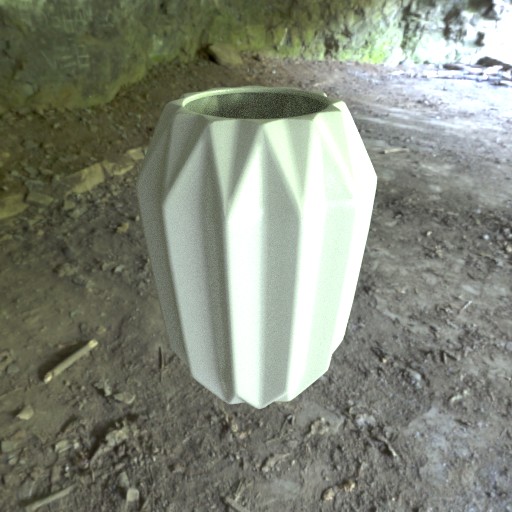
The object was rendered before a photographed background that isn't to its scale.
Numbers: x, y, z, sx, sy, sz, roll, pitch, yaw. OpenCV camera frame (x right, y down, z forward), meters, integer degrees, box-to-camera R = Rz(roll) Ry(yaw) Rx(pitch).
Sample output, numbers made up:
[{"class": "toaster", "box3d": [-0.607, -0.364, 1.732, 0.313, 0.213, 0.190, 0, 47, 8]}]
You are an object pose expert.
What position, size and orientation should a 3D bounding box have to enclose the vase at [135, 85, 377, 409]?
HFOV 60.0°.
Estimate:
[{"class": "vase", "box3d": [0.000, 0.000, 0.407, 0.195, 0.275, 0.195, 0, 31, 0]}]
